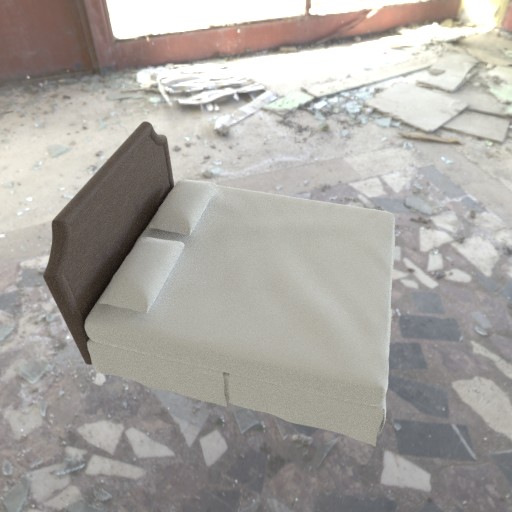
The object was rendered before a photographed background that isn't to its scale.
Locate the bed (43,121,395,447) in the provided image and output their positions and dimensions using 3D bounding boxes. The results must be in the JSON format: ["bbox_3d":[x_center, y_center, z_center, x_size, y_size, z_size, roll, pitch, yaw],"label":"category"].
[{"bbox_3d":[0.000,0.000,4.186,2.773,1.590,2.350,10,45,10],"label":"bed"}]
